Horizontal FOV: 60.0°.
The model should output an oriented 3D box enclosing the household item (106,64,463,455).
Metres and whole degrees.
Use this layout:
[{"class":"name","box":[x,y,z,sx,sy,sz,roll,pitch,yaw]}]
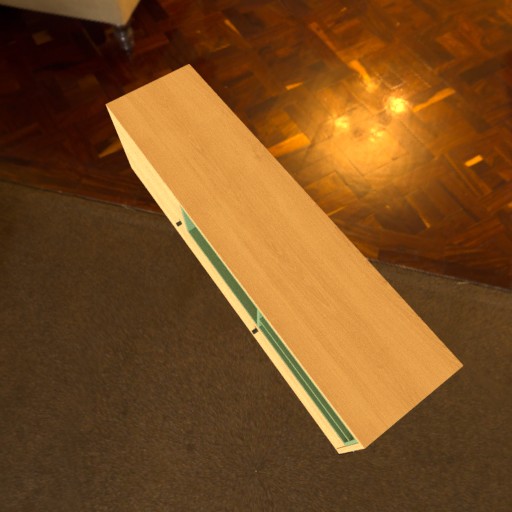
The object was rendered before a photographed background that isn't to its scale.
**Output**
[{"class":"household item","box":[0.000,0.000,1.768,0.400,0.600,1.550,-33,68,-15]}]
